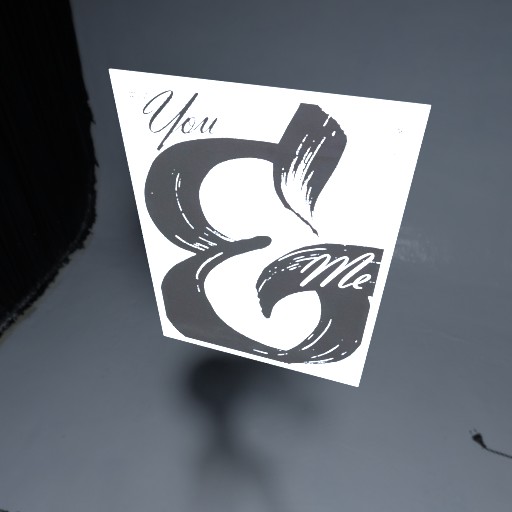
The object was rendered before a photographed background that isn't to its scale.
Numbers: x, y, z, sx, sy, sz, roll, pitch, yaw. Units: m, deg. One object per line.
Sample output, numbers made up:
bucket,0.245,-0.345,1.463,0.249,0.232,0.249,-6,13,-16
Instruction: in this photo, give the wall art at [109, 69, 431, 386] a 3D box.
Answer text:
wall art,0.000,0.000,0.802,0.457,0.609,0.003,12,42,13
